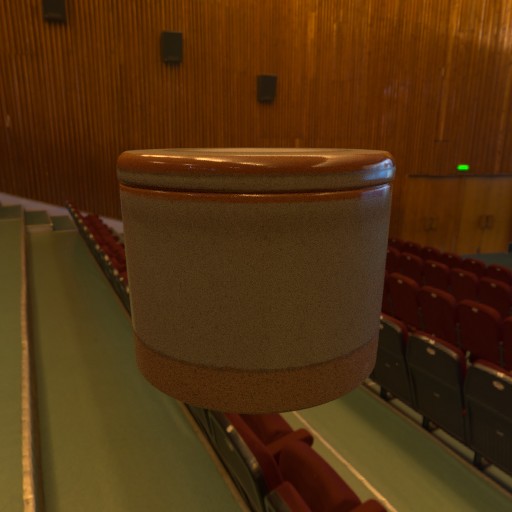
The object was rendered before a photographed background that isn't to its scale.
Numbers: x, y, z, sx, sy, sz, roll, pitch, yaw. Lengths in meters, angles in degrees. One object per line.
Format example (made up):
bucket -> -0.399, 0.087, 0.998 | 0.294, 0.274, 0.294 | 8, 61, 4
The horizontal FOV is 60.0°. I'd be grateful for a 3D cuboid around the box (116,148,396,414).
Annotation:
box -> 0.000, 0.000, 0.215 | 0.123, 0.100, 0.123 | 0, 15, 0
